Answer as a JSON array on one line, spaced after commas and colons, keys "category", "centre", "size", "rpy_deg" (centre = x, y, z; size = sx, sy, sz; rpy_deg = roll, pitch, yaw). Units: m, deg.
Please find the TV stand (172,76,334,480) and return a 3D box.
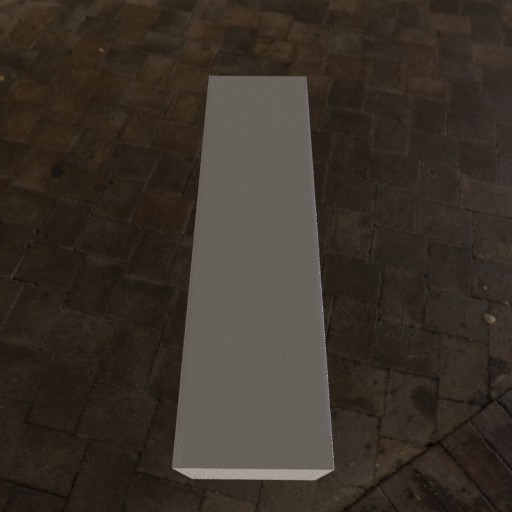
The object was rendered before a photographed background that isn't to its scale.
[{"category": "TV stand", "centre": [0.000, 0.000, 1.687], "size": [0.410, 0.440, 1.500], "rpy_deg": [0, 60, 0]}]
